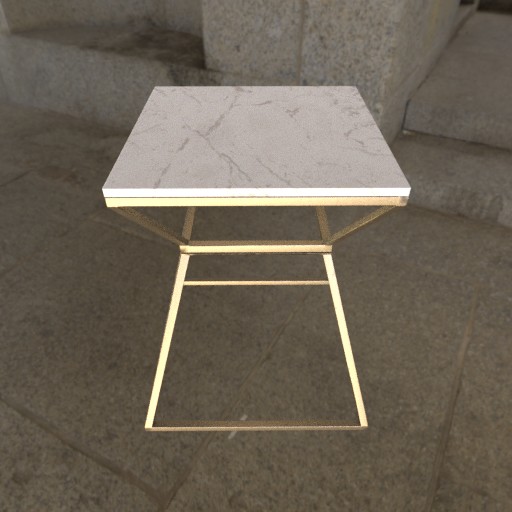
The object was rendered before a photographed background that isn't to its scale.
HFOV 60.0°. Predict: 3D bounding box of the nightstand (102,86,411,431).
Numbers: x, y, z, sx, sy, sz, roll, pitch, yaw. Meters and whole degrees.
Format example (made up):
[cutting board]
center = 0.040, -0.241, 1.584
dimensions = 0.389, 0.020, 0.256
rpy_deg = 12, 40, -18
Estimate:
[nightstand]
center = 0.000, 0.000, 0.911
dimensions = 0.455, 0.554, 0.455
rpy_deg = 0, 39, 0
